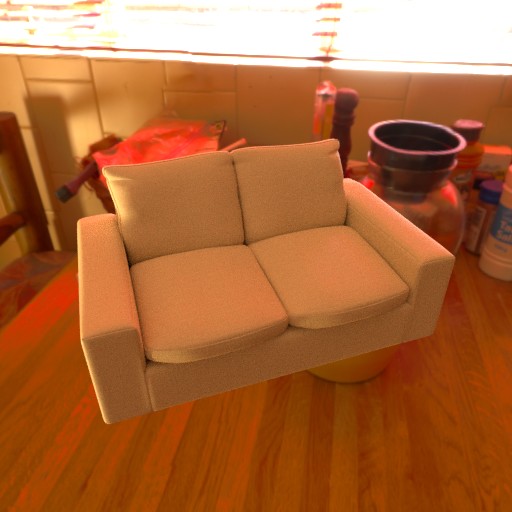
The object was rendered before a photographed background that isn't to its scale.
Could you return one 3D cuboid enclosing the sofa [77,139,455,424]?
[{"bbox_3d":[0.000,0.000,2.355,1.754,0.875,1.091,-11,34,-16],"label":"sofa"}]
